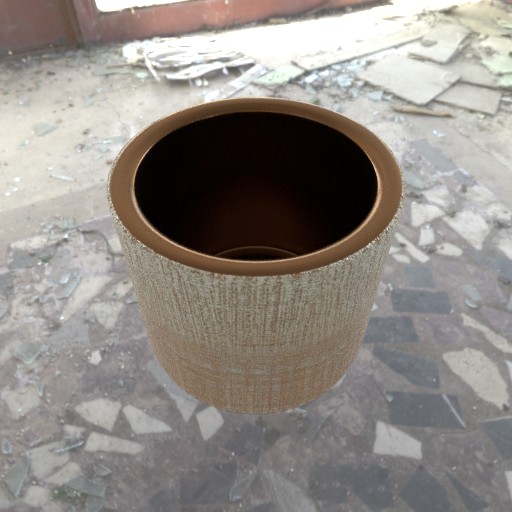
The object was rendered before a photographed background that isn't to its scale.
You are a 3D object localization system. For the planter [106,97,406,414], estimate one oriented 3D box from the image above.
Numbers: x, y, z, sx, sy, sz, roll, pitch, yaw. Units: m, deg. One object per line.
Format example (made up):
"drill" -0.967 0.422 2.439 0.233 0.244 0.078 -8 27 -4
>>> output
"planter" 0.000 0.000 0.196 0.109 0.096 0.109 0 47 0
